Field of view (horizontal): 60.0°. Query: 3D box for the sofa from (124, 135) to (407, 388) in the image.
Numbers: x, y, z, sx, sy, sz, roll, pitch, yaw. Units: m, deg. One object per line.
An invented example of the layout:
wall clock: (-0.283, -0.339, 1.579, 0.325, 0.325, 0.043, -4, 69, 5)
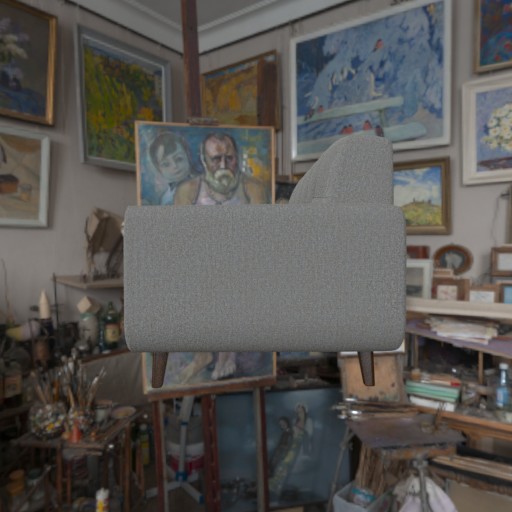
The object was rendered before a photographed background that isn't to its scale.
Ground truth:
sofa: (0.000, 0.000, 2.256, 0.952, 0.925, 1.651, 0, 2, -1)
